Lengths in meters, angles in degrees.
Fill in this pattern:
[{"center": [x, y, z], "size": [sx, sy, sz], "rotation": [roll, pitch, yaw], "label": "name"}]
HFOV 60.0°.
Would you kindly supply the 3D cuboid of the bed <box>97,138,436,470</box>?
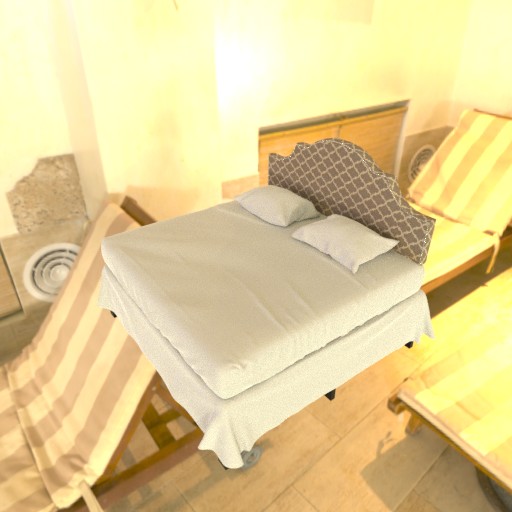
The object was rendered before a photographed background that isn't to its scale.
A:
[{"center": [0.000, 0.000, 3.701], "size": [2.222, 1.601, 2.314], "rotation": [-21, 37, -31], "label": "bed"}]
